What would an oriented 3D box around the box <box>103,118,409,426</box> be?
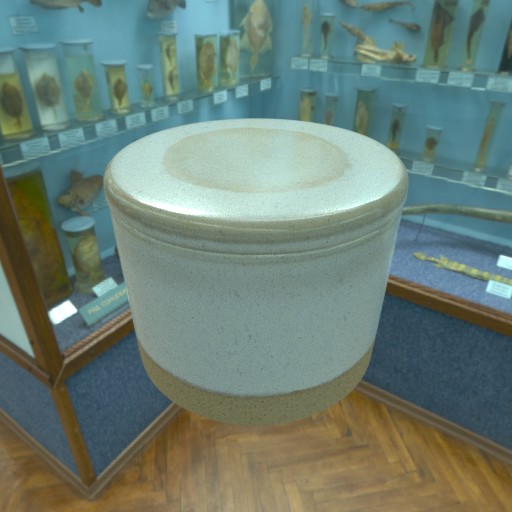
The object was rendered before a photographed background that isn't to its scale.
[{"bbox_3d":[0.000,0.000,0.262,0.154,0.123,0.154,0,32,0],"label":"box"}]
